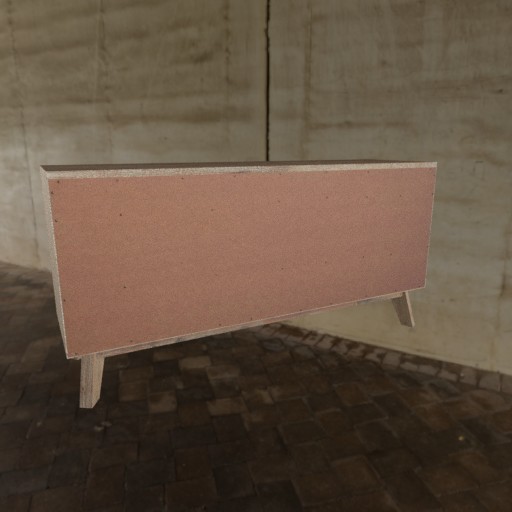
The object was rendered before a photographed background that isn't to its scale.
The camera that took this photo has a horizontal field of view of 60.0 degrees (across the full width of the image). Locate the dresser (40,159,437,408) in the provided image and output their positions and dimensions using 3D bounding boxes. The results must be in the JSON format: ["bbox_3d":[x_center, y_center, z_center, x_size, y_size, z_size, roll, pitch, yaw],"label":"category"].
[{"bbox_3d":[0.000,0.000,1.928,1.602,0.788,0.455,-7,16,-26],"label":"dresser"}]
